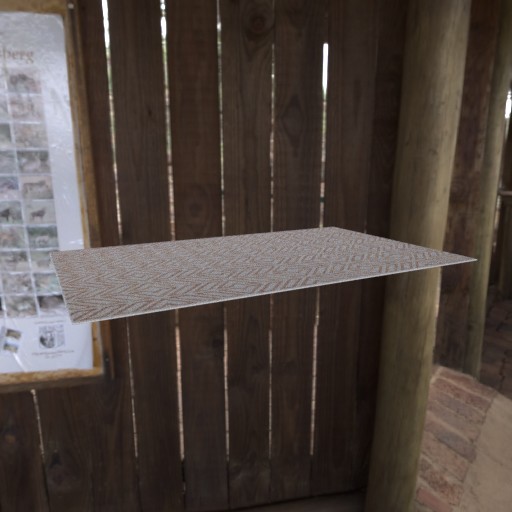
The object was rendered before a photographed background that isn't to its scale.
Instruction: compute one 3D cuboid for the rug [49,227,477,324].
[{"bbox_3d":[0.000,0.000,2.962,2.438,0.008,1.523,-7,14,-27],"label":"rug"}]
